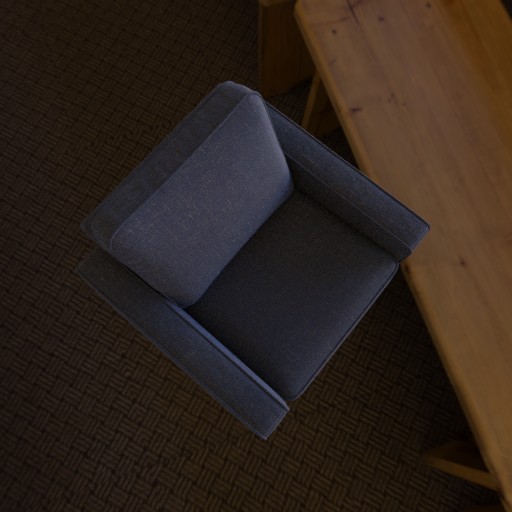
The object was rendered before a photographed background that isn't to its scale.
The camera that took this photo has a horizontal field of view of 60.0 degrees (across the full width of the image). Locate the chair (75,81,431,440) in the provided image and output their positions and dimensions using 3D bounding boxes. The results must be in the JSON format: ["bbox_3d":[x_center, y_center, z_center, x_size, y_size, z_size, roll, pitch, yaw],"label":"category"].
[{"bbox_3d":[0.000,0.000,1.748,0.940,0.919,1.017,39,79,9],"label":"chair"}]
